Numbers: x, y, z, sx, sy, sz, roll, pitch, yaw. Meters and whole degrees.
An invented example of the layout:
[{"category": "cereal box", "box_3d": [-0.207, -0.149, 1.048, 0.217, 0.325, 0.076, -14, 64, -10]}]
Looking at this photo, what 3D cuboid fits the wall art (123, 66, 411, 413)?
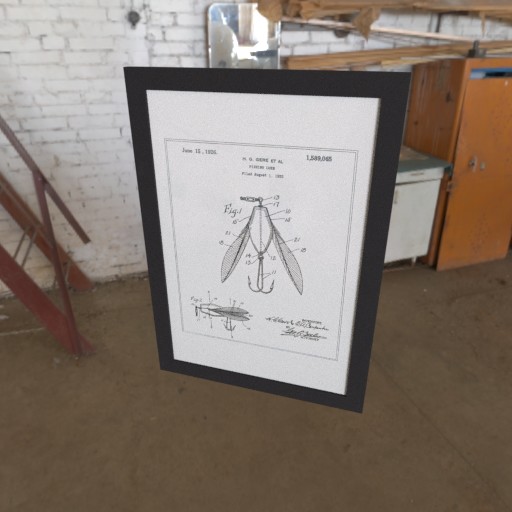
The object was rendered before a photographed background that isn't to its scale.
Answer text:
[{"category": "wall art", "box_3d": [0.000, 0.000, 0.686, 0.380, 0.534, 0.013, 8, 27, 15]}]
